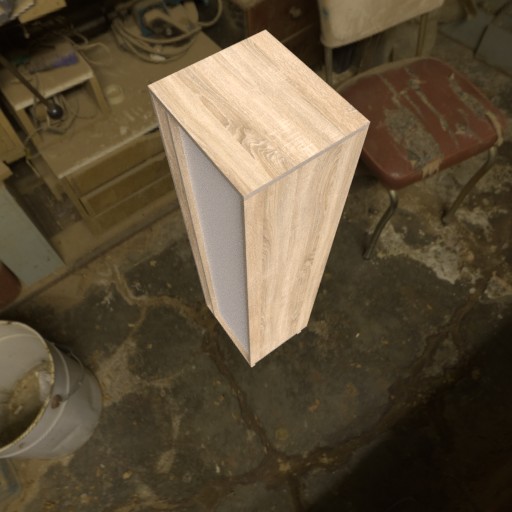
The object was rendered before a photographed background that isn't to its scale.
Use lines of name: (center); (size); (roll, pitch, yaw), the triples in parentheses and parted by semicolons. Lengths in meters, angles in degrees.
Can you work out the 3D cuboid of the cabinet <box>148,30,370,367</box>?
cabinet: (0.000, 0.000, 2.190); (0.450, 1.960, 0.510); (-33, 67, -16)
